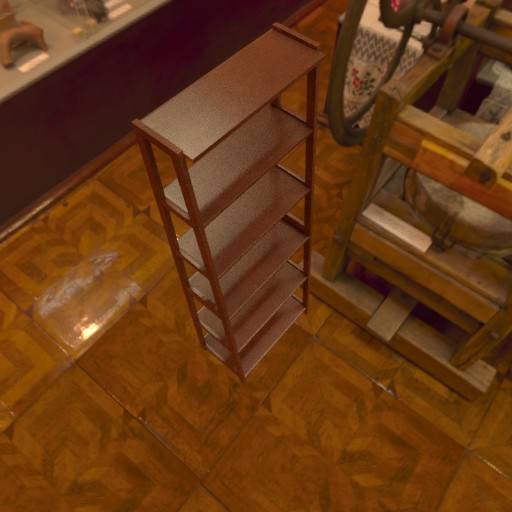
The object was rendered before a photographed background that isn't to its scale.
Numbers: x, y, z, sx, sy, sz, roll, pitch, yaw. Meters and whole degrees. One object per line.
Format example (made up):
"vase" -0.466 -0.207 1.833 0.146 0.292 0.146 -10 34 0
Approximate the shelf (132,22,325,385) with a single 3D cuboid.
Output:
"shelf" 0.000 0.000 2.148 0.382 1.892 0.660 37 65 20
